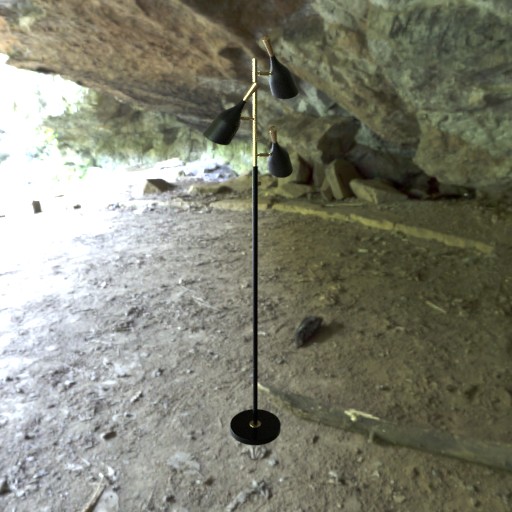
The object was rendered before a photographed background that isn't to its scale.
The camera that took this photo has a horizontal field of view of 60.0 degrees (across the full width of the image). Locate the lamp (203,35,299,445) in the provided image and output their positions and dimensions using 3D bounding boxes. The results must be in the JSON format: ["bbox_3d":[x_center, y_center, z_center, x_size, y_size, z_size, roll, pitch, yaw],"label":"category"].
[{"bbox_3d":[0.000,0.000,1.977,0.434,1.778,0.253,-8,17,-26],"label":"lamp"}]
